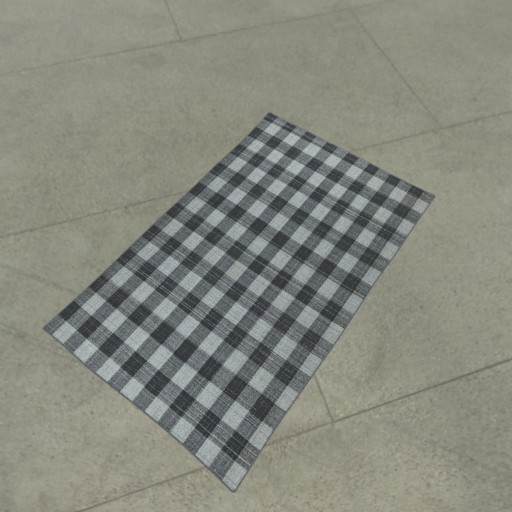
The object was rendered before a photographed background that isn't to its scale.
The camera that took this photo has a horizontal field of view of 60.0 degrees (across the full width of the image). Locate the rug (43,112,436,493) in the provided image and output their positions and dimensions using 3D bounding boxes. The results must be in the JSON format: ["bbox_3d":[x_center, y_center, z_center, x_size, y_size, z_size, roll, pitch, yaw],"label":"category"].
[{"bbox_3d":[0.000,0.000,3.072,1.554,0.011,2.476,32,64,18],"label":"rug"}]
